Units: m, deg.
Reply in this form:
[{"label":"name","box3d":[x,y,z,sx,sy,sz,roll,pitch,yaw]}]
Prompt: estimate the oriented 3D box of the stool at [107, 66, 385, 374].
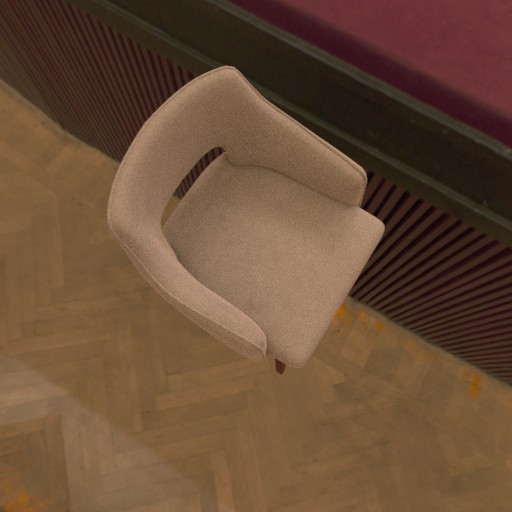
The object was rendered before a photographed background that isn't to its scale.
[{"label":"stool","box3d":[0.000,0.000,1.344,0.558,1.012,0.548,32,77,8]}]
